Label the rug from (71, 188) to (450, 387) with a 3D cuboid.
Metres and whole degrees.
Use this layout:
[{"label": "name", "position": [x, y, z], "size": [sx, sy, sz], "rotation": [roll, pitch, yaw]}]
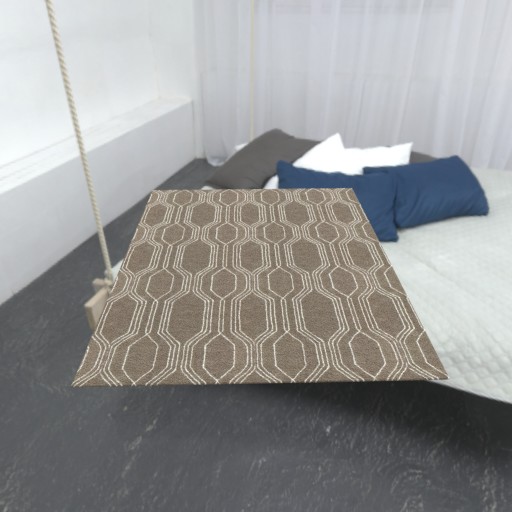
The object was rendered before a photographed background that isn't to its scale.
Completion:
[{"label": "rug", "position": [0.000, 0.000, 4.160], "size": [2.457, 0.012, 3.062], "rotation": [-1, 32, -1]}]
